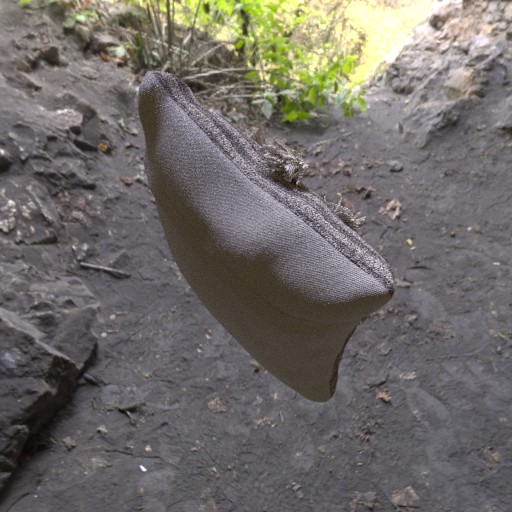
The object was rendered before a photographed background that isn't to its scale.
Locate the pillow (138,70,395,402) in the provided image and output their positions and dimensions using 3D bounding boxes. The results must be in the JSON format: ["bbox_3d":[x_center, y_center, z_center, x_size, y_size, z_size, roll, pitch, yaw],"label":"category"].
[{"bbox_3d":[0.000,0.000,0.774,0.234,0.490,0.484,-35,66,-19],"label":"pillow"}]
